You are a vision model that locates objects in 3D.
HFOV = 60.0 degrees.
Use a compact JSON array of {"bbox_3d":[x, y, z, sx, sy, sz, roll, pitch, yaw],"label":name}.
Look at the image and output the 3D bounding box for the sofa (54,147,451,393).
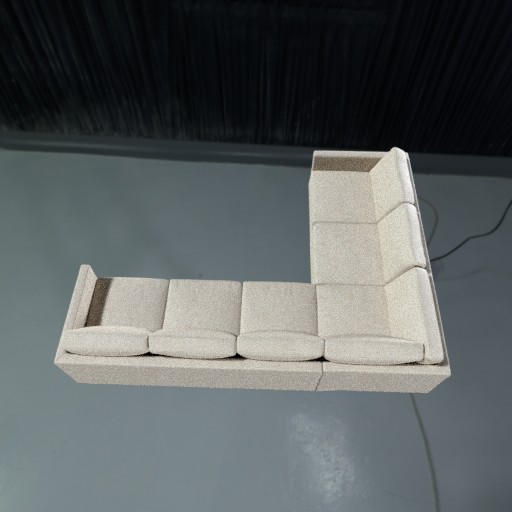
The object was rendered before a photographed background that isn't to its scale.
[{"bbox_3d":[0.000,0.000,4.353,3.182,0.863,2.432,2,58,1],"label":"sofa"}]
